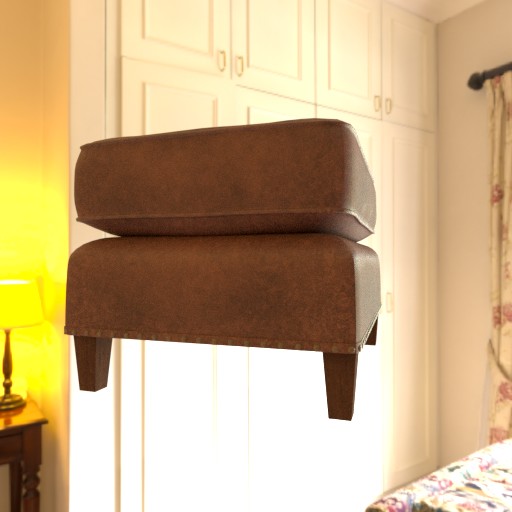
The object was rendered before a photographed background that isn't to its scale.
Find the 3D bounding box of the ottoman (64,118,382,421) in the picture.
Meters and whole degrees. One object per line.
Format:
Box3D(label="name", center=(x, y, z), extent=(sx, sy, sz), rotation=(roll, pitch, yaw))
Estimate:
Box3D(label="ottoman", center=(0.000, 0.000, 1.128), extent=(0.589, 0.537, 0.738), rotation=(0, 0, 18))
